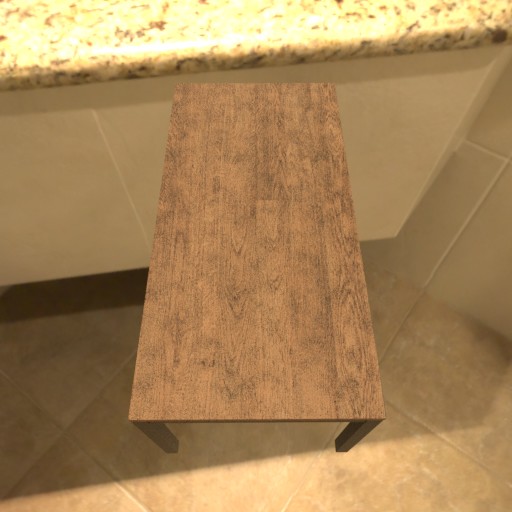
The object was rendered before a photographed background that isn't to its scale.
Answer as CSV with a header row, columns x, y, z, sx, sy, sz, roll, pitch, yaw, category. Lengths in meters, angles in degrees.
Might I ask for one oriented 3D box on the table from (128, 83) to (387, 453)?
x,y,z,sx,sy,sz,roll,pitch,yaw,category
0.000,0.000,2.332,0.893,0.767,1.805,0,58,0,table
